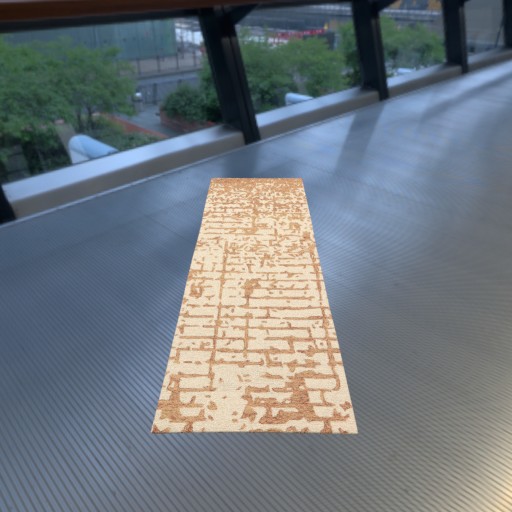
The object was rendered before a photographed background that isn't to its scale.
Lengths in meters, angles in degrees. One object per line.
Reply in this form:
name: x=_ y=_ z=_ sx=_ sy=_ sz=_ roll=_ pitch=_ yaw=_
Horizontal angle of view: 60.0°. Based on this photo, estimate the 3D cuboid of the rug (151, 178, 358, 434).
rug: x=0.000 y=0.000 z=2.633 sx=0.750 sy=0.011 sz=2.435 roll=0 pitch=32 yaw=0
